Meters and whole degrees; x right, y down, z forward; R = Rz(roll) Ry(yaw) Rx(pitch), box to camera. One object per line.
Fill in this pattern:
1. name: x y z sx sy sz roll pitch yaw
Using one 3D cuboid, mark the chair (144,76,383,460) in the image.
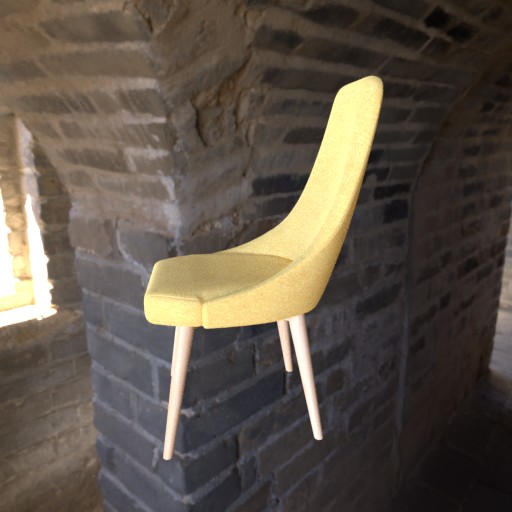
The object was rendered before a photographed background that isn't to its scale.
1. chair: 0.000 0.000 1.382 0.660 1.040 0.510 -2 14 -8
